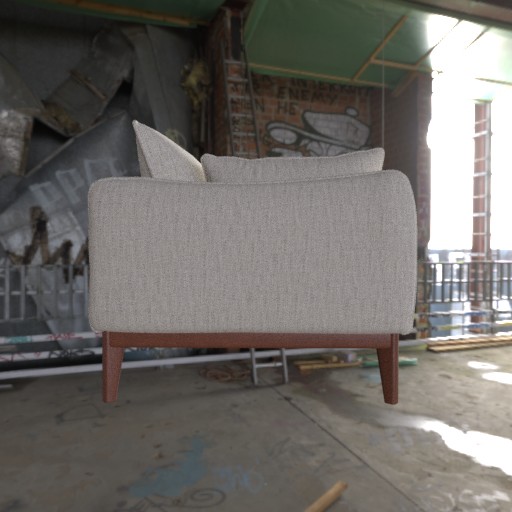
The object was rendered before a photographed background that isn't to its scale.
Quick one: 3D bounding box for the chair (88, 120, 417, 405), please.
[{"bbox_3d":[0.000,0.000,1.752,0.991,0.855,0.994,0,1,1],"label":"chair"}]
